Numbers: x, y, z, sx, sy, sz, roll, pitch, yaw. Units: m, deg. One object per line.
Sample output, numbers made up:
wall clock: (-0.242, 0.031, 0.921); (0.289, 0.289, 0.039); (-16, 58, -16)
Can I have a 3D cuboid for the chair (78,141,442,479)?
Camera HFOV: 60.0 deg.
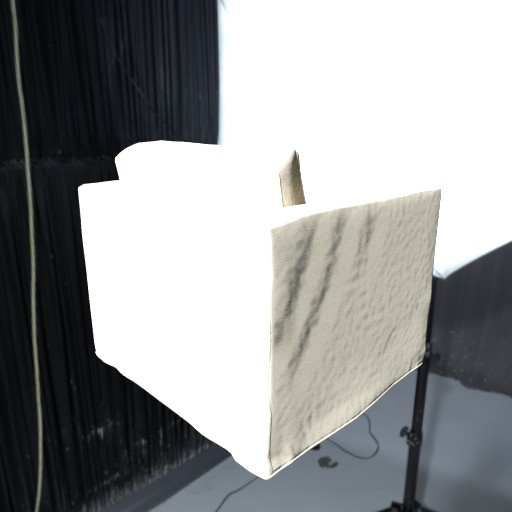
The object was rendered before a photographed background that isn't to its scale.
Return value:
chair: (0.000, 0.000, 1.724); (0.949, 0.867, 1.057); (-15, 21, -43)
